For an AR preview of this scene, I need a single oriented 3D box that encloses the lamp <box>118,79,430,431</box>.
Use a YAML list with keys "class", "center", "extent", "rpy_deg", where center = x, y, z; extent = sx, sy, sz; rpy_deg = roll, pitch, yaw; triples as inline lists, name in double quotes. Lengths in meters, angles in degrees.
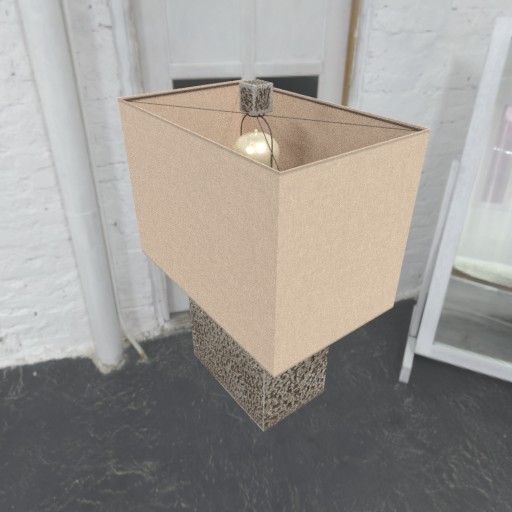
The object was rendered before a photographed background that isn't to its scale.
- class: "lamp"
  center: [0.000, 0.000, 0.554]
  extent: [0.180, 0.411, 0.294]
  rpy_deg: [-22, 38, -31]
